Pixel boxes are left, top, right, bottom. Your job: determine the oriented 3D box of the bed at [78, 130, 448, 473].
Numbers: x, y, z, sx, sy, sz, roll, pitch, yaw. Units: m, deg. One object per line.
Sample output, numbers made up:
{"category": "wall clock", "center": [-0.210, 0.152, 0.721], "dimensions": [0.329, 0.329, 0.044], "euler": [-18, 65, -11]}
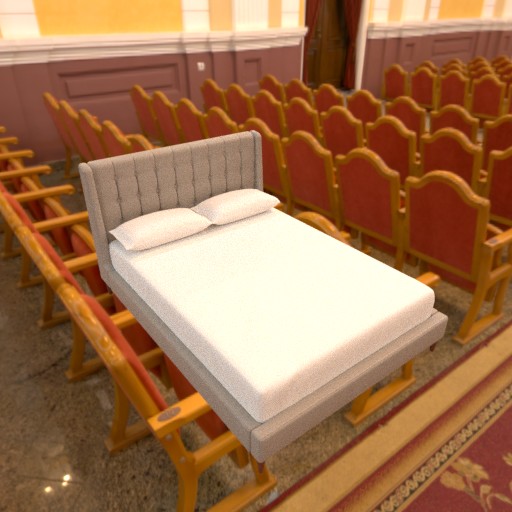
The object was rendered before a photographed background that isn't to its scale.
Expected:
{"category": "bed", "center": [0.000, 0.000, 3.249], "dimensions": [1.656, 1.147, 2.232], "euler": [-21, 36, -32]}
